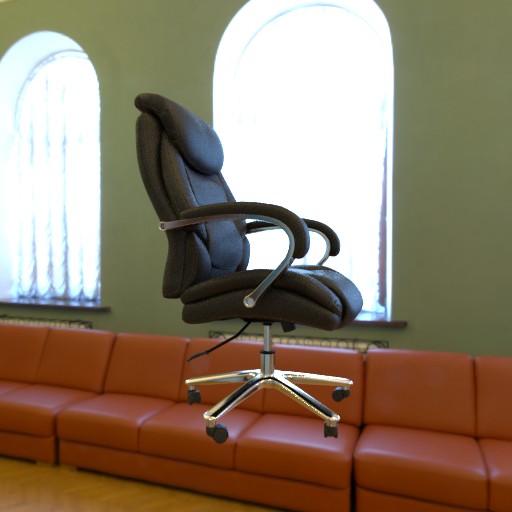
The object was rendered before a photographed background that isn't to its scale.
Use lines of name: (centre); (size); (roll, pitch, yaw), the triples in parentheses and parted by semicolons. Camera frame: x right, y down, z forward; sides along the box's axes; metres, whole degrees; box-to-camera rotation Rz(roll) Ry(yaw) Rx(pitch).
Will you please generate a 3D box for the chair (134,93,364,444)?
chair: (0.000, 0.000, 1.702); (0.790, 1.183, 0.755); (0, 0, 18)
